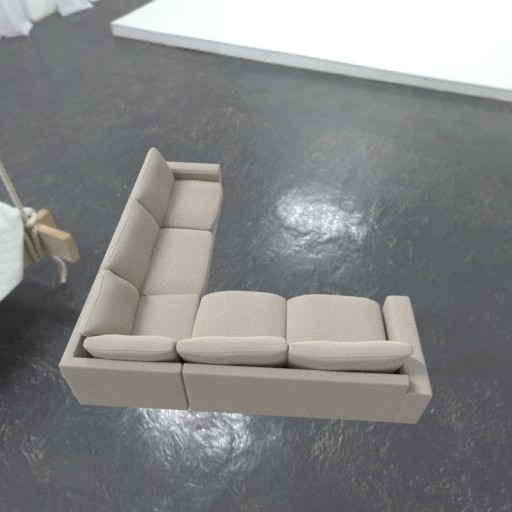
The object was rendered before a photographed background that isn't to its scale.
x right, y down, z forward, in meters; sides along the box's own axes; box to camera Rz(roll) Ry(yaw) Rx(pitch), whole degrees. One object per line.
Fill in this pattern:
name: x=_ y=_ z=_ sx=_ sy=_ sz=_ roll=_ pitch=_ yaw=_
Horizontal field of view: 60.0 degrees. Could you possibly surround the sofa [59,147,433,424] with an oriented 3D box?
sofa: x=0.000 y=0.000 z=4.845 sx=3.066 sy=0.918 sz=3.206 roll=2 pitch=45 yaw=2
